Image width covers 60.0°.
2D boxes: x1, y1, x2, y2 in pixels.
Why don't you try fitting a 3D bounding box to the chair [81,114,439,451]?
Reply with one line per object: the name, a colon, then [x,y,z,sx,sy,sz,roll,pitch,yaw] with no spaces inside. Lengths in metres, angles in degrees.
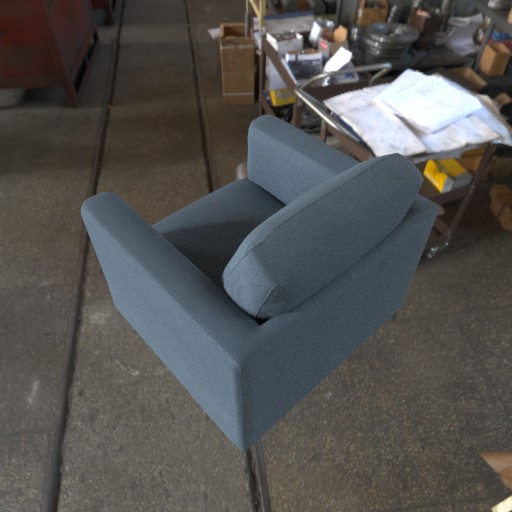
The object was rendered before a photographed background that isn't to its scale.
chair: [0.000,0.000,1.570,0.855,0.922,0.820,-34,56,-27]
